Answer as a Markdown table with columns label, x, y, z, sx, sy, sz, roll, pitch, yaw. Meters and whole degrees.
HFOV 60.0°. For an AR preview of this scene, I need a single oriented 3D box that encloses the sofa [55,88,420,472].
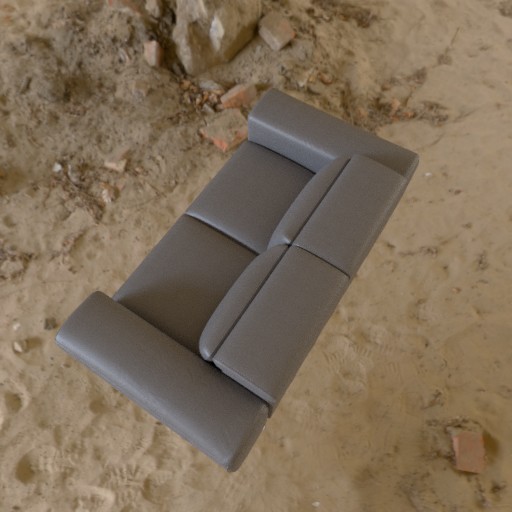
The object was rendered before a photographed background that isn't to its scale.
| label | x | y | z | sx | sy | sz | roll | pitch | yaw |
| --- | --- | --- | --- | --- | --- | --- | --- | --- | --- |
| sofa | 0.000 | 0.000 | 2.441 | 1.024 | 0.753 | 1.930 | 30 | 67 | 14 |
